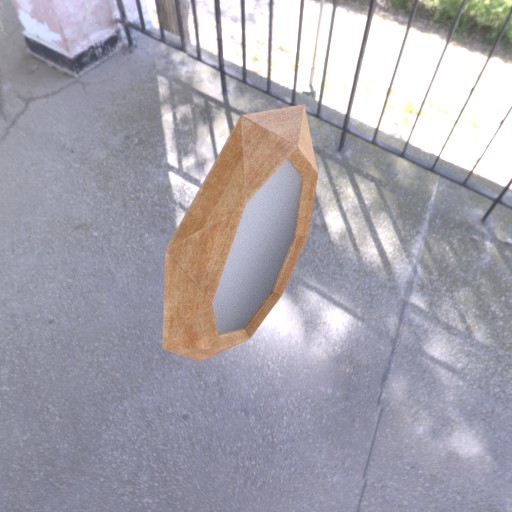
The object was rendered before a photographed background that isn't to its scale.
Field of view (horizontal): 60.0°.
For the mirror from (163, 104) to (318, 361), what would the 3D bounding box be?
[{"bbox_3d":[0.000,0.000,1.010,0.070,0.774,0.577,30,63,18],"label":"mirror"}]
